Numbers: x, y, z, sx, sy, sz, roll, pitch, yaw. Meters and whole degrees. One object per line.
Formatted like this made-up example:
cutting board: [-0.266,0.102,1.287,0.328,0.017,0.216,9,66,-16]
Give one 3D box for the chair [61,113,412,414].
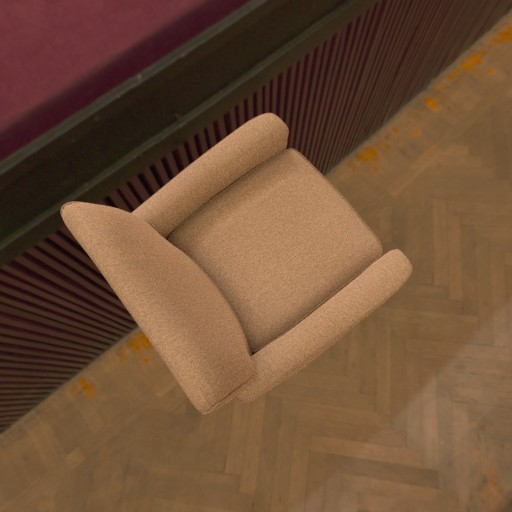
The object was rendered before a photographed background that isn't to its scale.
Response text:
chair: [0.000,0.000,1.643,0.864,1.014,0.848,-37,78,-10]
